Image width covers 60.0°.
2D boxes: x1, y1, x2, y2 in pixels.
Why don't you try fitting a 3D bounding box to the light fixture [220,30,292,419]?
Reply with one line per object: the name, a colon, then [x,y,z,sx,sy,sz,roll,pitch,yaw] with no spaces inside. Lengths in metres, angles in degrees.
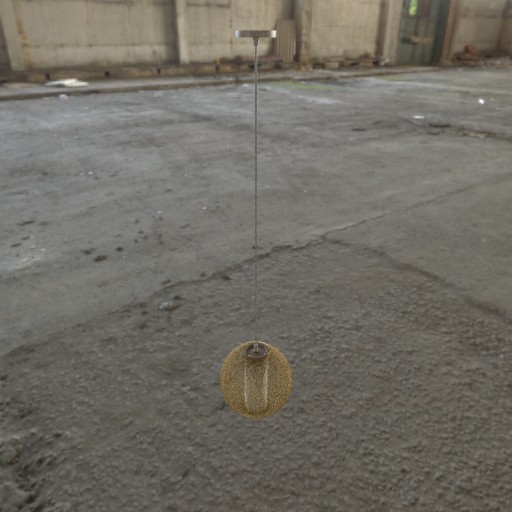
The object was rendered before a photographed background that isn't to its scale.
light fixture: [0.000,0.000,2.158,0.406,1.955,0.407,-18,31,-32]
